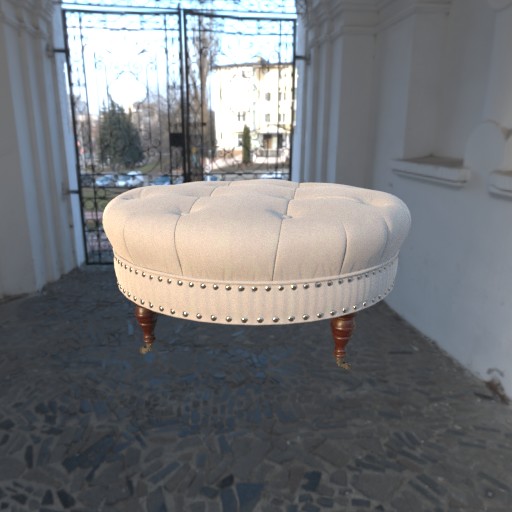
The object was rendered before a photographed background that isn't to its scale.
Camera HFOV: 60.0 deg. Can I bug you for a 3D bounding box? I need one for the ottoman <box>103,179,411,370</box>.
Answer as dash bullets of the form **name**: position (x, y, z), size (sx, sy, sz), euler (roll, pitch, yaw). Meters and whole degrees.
- **ottoman**: position (0.000, 0.000, 1.399), size (0.901, 0.439, 0.901), euler (0, 16, 0)
